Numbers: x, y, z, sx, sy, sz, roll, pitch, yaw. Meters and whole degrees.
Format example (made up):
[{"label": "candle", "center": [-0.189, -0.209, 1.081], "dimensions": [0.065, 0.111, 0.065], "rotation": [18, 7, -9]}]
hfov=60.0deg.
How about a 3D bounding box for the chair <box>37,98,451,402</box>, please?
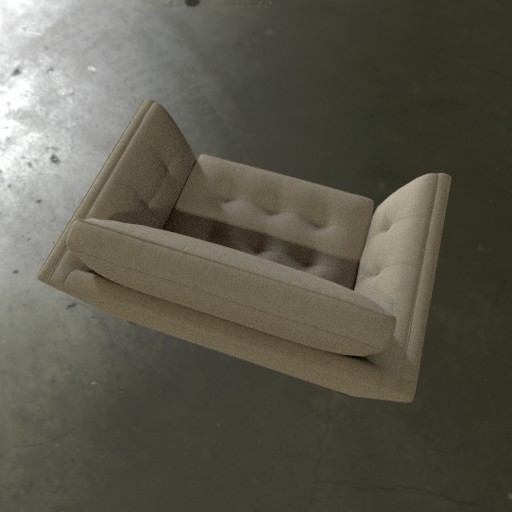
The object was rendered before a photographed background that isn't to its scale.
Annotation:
[{"label": "chair", "center": [0.000, 0.000, 1.995], "dimensions": [1.397, 0.940, 0.965], "rotation": [17, 64, 8]}]
